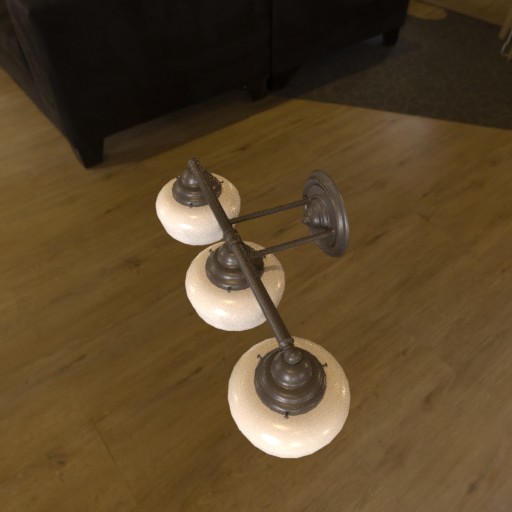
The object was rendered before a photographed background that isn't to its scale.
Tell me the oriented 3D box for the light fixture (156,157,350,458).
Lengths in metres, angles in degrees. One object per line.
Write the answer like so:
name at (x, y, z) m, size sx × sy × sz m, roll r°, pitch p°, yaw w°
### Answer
light fixture at (0.000, 0.000, 0.711) m, size 0.239 × 0.242 × 0.587 m, roll -16°, pitch 49°, yaw -15°
